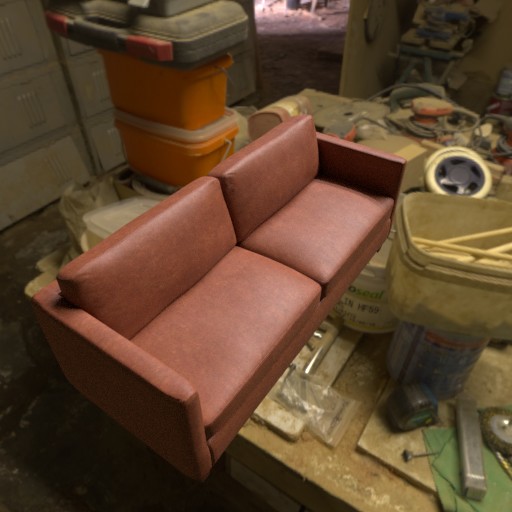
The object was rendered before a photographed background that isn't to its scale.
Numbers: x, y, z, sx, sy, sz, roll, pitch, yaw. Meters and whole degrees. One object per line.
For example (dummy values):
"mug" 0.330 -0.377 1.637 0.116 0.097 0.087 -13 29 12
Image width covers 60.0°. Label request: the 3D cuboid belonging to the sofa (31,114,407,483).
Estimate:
"sofa" 0.000 0.000 2.611 0.950 0.932 2.204 25 47 26
